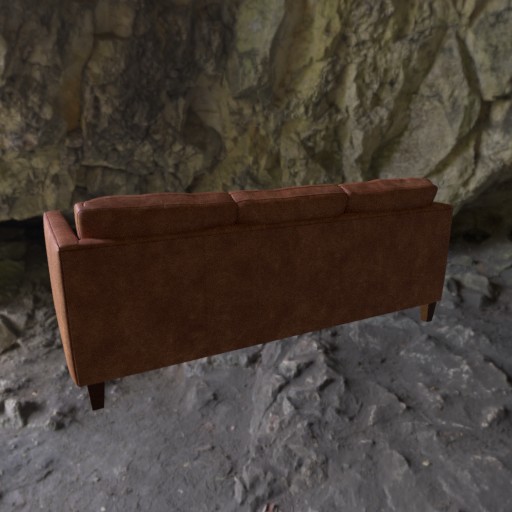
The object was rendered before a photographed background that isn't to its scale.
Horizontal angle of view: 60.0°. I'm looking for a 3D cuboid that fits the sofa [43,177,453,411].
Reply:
[{"bbox_3d":[0.000,0.000,2.923,2.464,1.006,1.045,-8,17,-27],"label":"sofa"}]
